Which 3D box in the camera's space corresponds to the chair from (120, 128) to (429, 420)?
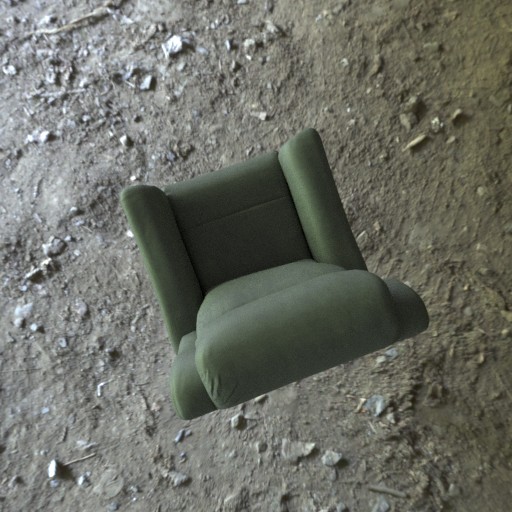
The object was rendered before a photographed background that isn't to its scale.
[{"bbox_3d":[0.000,0.000,1.944,0.967,1.116,1.068,-19,76,-5],"label":"chair"}]
